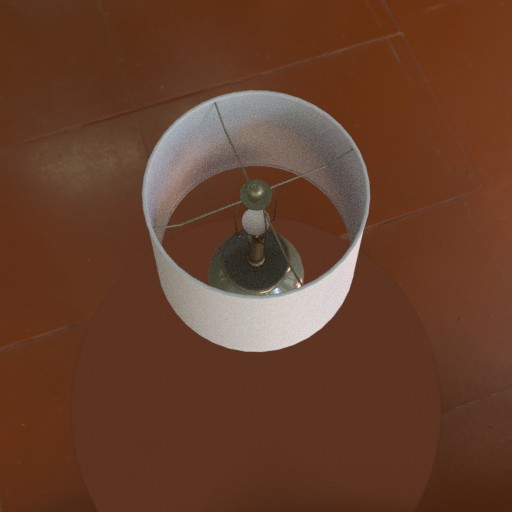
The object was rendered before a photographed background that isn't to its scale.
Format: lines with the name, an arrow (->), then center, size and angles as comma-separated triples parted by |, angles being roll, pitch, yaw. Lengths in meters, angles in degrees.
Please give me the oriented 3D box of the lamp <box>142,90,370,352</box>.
lamp -> 0.000, 0.000, 0.557 | 0.239, 0.399, 0.239 | 0, 73, 0
